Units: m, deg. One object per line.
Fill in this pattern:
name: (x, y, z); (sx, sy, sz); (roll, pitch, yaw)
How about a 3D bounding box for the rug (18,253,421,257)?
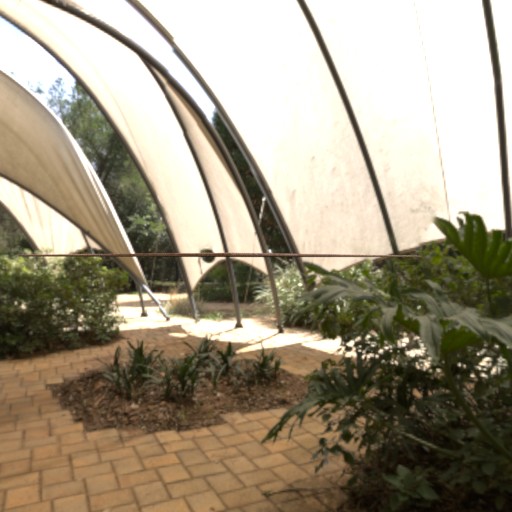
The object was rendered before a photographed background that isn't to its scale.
rug: (0.000, 0.000, 3.022); (1.533, 0.011, 2.439); (0, 0, 36)
